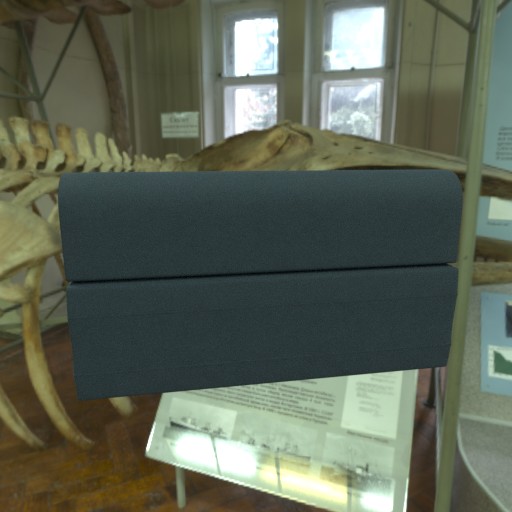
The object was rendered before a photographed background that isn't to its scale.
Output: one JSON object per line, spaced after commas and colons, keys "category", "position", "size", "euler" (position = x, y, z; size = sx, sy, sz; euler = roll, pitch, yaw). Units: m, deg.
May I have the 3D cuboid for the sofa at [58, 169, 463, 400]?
{"category": "sofa", "position": [0.000, 0.000, 1.687], "size": [1.219, 0.660, 0.762], "euler": [-2, 14, -10]}
